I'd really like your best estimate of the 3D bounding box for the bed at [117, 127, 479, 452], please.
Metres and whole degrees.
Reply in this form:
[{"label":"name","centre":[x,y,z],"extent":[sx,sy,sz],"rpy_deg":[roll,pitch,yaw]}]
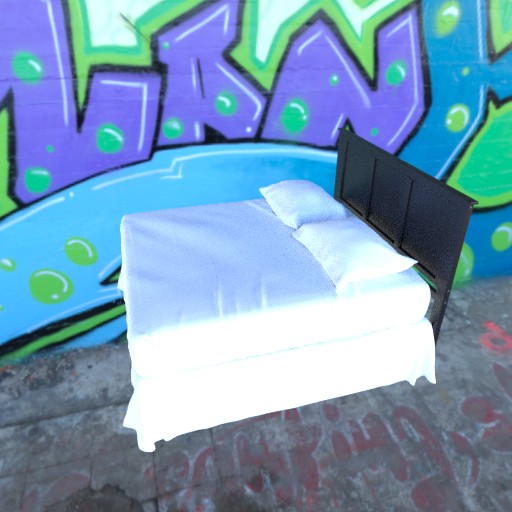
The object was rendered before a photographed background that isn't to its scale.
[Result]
[{"label":"bed","centre":[0.000,0.000,3.150],"extent":[2.050,1.270,1.870],"rpy_deg":[-8,31,-14]}]
